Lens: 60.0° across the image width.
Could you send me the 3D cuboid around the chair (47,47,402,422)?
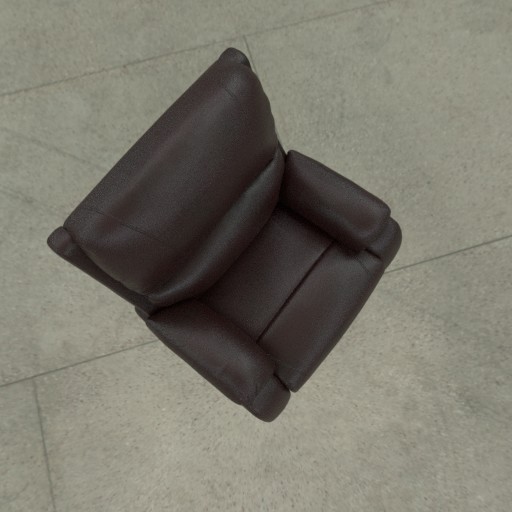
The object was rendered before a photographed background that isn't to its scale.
[{"bbox_3d":[0.000,0.000,1.684,0.899,1.011,0.930,37,78,9],"label":"chair"}]
